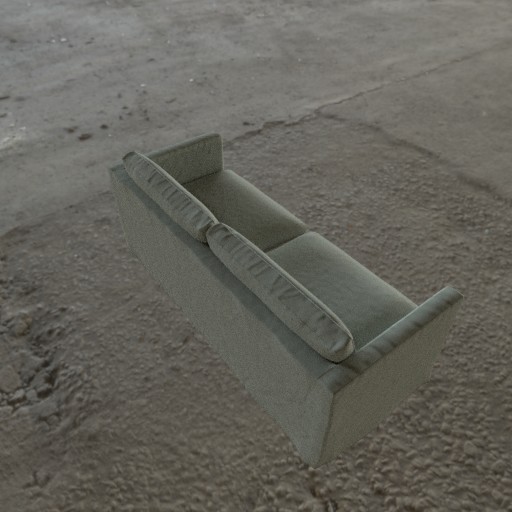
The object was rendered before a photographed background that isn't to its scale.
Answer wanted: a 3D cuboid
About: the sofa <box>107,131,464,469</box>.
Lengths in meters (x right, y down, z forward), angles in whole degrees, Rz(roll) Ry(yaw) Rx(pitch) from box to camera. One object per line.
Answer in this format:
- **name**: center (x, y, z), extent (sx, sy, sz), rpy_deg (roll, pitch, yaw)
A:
- **sofa**: center (0.000, 0.000, 2.867), extent (0.962, 0.853, 2.312), rpy_deg (-27, 48, -27)
